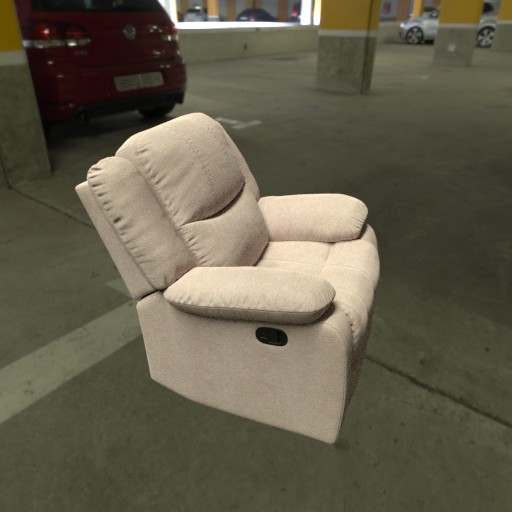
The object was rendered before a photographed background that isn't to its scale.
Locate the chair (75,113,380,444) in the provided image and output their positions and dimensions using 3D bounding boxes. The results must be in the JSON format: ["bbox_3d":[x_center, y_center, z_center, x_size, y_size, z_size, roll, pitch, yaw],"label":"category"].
[{"bbox_3d":[0.000,0.000,1.759,0.944,1.008,0.899,10,30,18],"label":"chair"}]
